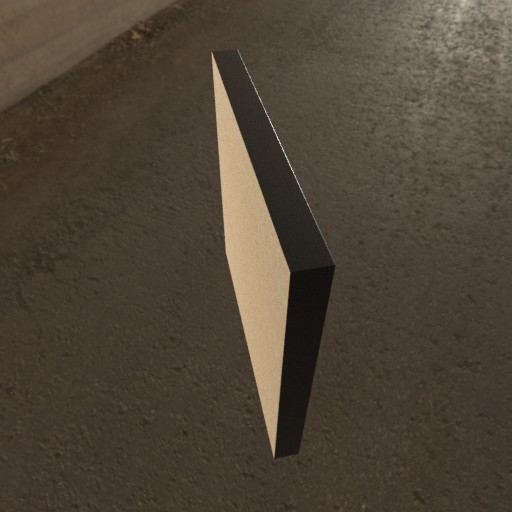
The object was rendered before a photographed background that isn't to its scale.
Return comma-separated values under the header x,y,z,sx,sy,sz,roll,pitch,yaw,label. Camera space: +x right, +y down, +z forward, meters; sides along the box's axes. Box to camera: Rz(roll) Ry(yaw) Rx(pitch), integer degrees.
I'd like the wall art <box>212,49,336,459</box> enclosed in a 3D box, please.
x,y,z,sx,sy,sz,roll,pitch,yaw,label
0.000,0.000,0.492,0.029,0.318,0.327,-9,47,-8,wall art
